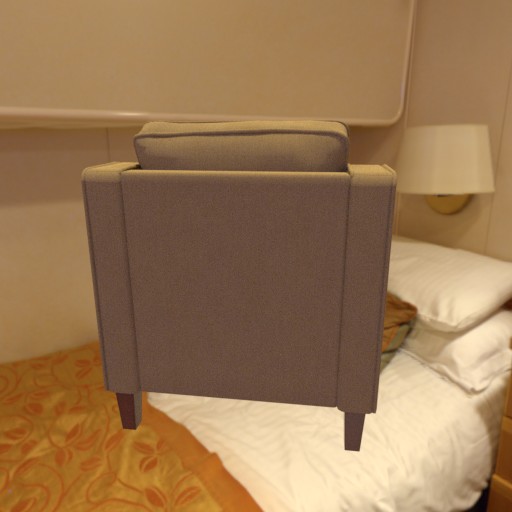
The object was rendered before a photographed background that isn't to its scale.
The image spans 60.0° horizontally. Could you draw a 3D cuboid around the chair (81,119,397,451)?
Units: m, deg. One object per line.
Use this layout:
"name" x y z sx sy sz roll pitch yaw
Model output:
"chair" 0.000 0.000 1.655 0.831 0.960 0.909 2 16 8
